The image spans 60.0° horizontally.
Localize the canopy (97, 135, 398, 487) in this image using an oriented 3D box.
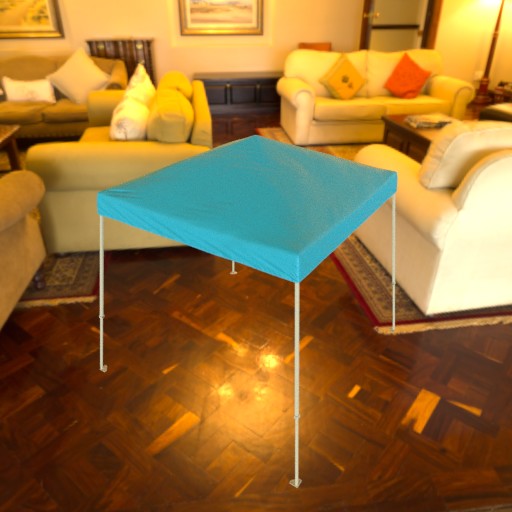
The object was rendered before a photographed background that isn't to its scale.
[{"bbox_3d":[0.000,0.000,5.247,2.850,2.850,2.849,18,34,29],"label":"canopy"}]
